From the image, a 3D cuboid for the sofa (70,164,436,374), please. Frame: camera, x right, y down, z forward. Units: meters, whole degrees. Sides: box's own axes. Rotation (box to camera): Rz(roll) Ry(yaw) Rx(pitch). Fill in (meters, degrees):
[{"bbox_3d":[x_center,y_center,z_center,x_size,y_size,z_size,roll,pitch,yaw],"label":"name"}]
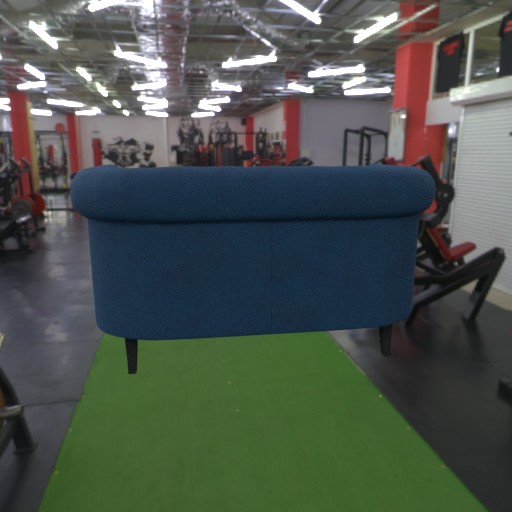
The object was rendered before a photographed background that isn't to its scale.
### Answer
[{"bbox_3d":[0.000,0.000,2.044,1.558,0.827,0.835,-2,13,-8],"label":"sofa"}]
